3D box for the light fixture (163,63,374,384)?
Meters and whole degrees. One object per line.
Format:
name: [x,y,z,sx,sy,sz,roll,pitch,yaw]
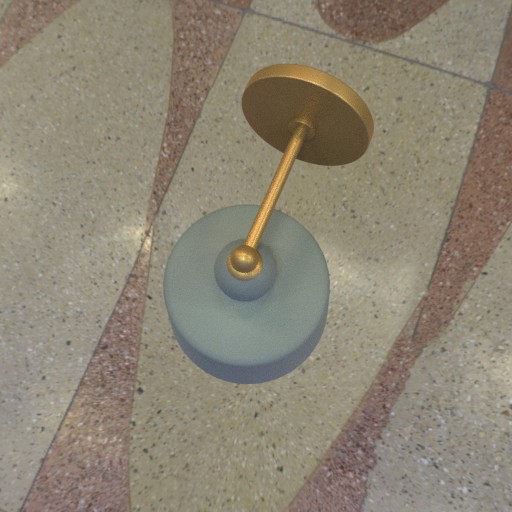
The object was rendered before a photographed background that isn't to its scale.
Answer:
light fixture: [0.000,0.000,0.450,0.204,0.268,0.254,22,75,6]
